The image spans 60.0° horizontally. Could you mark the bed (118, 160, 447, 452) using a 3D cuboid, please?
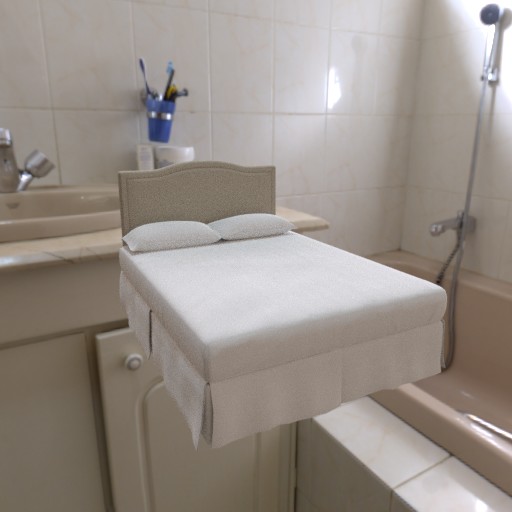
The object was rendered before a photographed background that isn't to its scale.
[{"bbox_3d":[0.000,0.000,3.716,1.977,1.437,2.477,-8,18,-26],"label":"bed"}]
